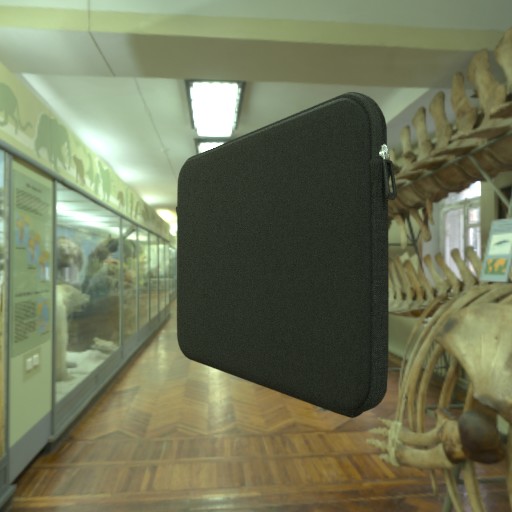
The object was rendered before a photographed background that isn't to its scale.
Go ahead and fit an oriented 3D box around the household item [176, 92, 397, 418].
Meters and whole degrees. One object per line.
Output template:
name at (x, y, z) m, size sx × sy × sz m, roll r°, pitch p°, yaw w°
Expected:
household item at (0.000, 0.000, 0.538) m, size 0.030 × 0.305 × 0.396 m, roll 1°, pitch -1°, yaw -36°
